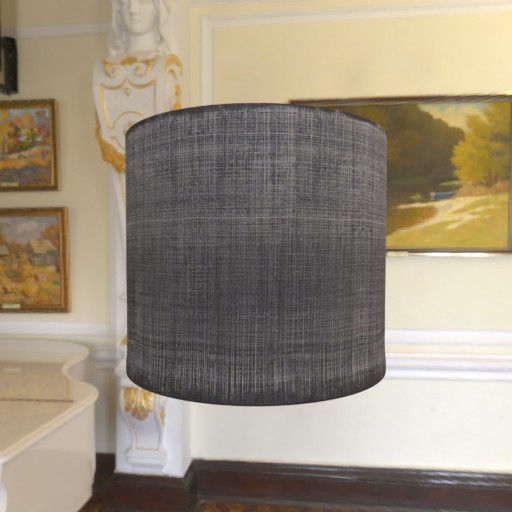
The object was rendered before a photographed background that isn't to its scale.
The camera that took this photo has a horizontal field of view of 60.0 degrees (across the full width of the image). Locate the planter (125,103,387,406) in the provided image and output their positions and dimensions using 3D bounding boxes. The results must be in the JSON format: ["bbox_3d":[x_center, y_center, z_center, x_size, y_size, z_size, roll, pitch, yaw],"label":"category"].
[{"bbox_3d":[0.000,0.000,0.315,0.178,0.157,0.178,0,0,0],"label":"planter"}]
